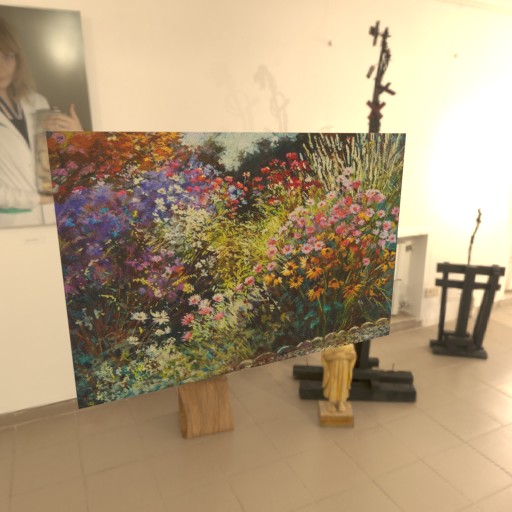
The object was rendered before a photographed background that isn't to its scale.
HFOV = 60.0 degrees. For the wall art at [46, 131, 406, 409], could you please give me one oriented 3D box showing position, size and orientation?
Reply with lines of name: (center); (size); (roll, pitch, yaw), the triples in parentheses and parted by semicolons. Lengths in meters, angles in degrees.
wall art: (0.000, 0.000, 1.415); (1.136, 0.760, 0.042); (-7, 17, -25)
